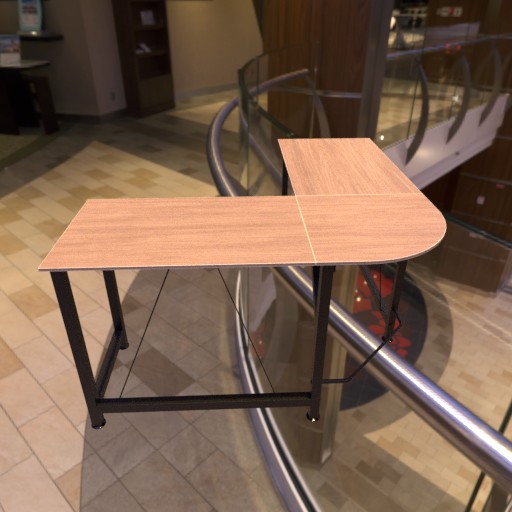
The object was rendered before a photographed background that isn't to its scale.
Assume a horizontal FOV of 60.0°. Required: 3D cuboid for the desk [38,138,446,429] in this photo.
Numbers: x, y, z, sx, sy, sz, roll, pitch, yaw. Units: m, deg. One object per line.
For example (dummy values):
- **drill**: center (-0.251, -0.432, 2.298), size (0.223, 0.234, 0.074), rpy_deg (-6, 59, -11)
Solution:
- **desk**: center (0.000, 0.000, 2.181), size (1.400, 0.762, 1.400), rpy_deg (-1, 30, -2)
